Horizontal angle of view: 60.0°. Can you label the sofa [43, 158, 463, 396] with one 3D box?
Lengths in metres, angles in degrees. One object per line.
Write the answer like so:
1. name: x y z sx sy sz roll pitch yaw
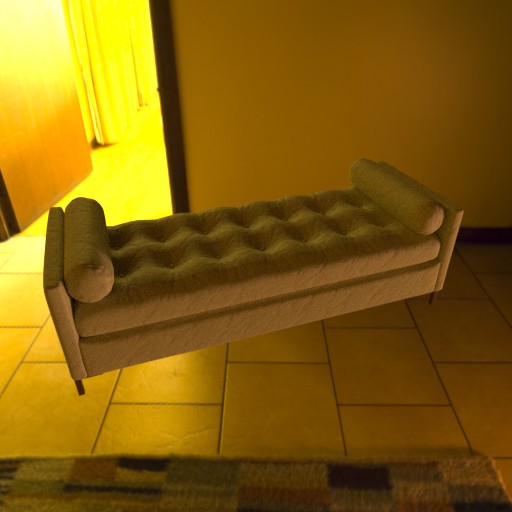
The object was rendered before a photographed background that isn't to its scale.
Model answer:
1. sofa: 0.000 0.000 2.514 2.102 0.705 0.796 -11 34 -16
